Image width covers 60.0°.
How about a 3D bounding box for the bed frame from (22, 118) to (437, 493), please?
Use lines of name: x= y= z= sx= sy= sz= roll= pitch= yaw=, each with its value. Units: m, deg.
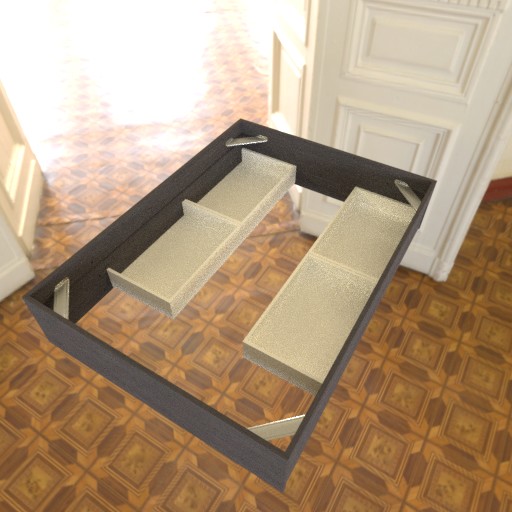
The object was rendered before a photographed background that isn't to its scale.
bed frame: x=0.000 y=0.000 z=2.578 sx=1.448 sy=0.459 sz=1.944 roll=24 pitch=51 yaw=21
